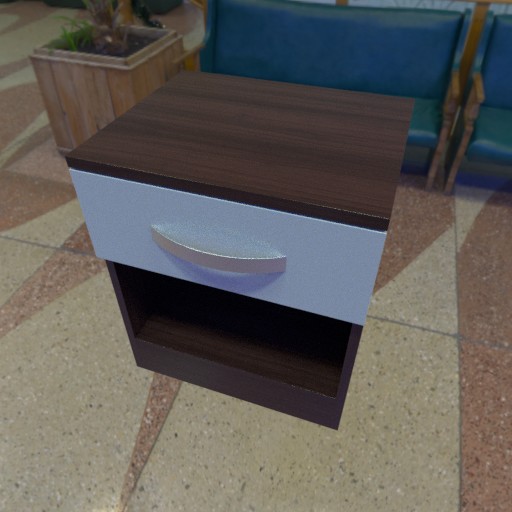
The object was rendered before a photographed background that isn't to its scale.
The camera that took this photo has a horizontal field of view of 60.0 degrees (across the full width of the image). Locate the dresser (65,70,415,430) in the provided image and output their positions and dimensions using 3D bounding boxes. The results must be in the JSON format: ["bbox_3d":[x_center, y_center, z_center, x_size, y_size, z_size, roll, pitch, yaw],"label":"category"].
[{"bbox_3d":[0.000,0.000,0.768,0.400,0.470,0.360,13,43,14],"label":"dresser"}]
